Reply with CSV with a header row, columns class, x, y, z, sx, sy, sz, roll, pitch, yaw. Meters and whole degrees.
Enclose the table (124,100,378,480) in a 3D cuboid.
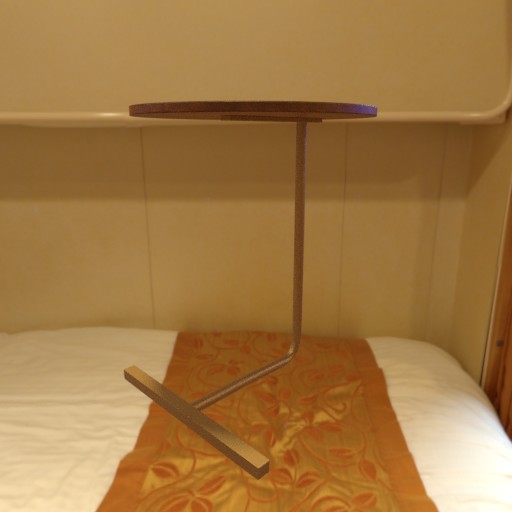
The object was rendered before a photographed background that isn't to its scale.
class,x,y,z,sx,sy,sz,roll,pitch,yaw
table,0.000,0.000,1.119,0.577,0.706,0.530,-15,21,-43
